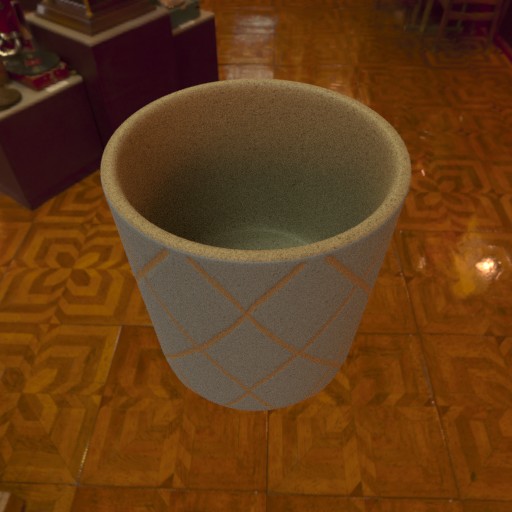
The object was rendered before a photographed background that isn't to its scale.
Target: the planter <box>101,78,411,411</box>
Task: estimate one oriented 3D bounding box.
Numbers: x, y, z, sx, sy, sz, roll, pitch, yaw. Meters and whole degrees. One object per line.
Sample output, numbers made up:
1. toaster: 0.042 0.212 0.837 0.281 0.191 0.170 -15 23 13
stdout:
1. planter: 0.000 0.000 0.351 0.191 0.200 0.191 0 47 0
